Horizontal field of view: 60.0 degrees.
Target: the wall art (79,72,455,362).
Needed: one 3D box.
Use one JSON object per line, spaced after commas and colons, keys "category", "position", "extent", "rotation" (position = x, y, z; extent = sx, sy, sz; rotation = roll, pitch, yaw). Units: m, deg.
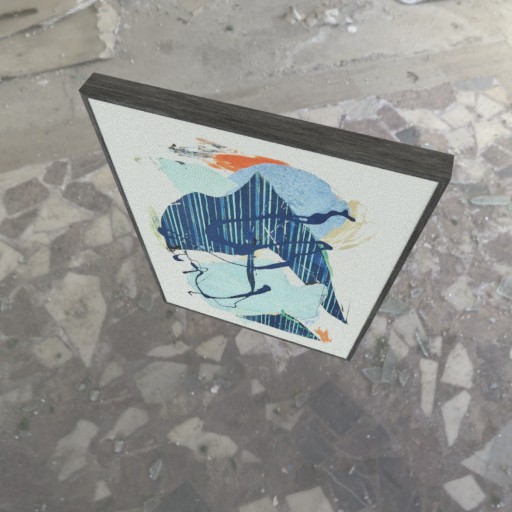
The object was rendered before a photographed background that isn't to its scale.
{"category": "wall art", "position": [0.000, 0.000, 1.308], "extent": [0.762, 1.016, 0.063], "rotation": [16, 60, 10]}
